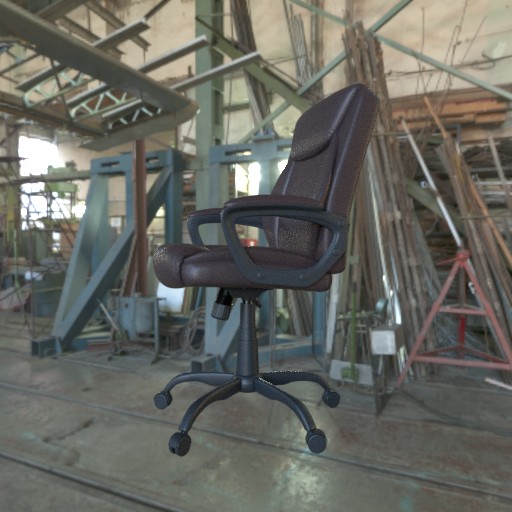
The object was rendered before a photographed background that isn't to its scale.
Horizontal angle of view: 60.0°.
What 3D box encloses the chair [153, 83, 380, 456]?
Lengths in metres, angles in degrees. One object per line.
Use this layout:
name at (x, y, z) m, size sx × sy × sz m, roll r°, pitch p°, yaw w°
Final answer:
chair at (0.000, 0.000, 1.460) m, size 0.655 × 1.072 × 0.615 m, roll -1°, pitch 2°, yaw -19°
